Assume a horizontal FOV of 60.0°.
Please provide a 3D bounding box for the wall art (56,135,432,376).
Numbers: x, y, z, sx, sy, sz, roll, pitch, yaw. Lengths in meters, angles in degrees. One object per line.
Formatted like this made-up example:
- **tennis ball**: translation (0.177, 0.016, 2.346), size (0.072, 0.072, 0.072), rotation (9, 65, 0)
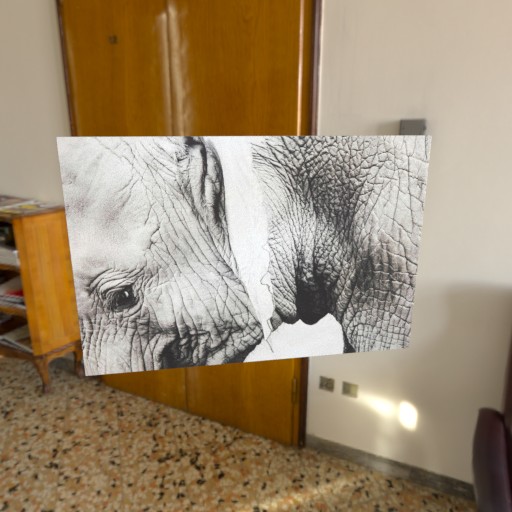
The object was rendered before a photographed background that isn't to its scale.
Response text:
- **wall art**: translation (0.000, 0.000, 1.163), size (0.914, 0.607, 0.023), rotation (-3, 17, -9)
